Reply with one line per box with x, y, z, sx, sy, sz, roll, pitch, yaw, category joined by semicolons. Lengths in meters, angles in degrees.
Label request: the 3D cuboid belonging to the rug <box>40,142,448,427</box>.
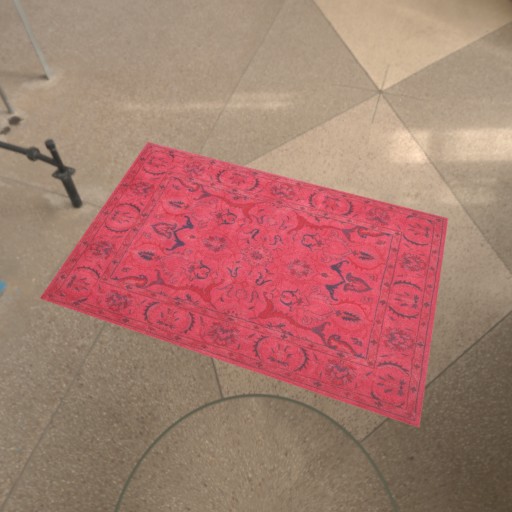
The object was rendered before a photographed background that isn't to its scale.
0.000;0.000;3.039;2.423;0.010;1.534;16;58;10;rug
